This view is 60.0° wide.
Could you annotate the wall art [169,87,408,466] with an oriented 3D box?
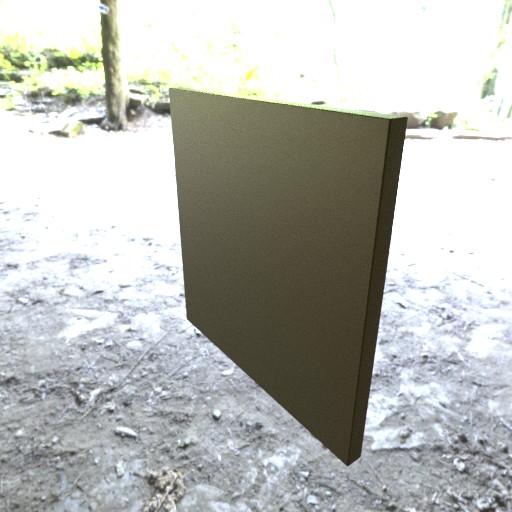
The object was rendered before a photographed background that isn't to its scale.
[{"bbox_3d":[0.000,0.000,0.752,0.031,0.506,0.503,-17,30,-33],"label":"wall art"}]
